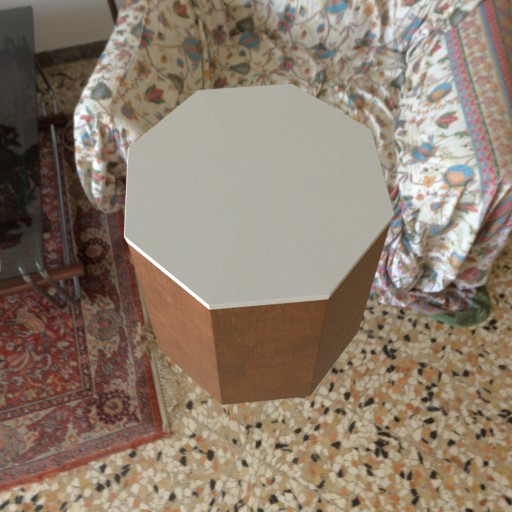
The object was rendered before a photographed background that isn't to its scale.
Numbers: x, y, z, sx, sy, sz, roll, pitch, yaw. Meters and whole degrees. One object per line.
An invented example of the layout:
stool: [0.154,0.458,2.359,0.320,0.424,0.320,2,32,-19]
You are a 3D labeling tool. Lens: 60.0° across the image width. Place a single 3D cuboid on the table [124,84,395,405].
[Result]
table: [0.000,0.000,0.795,0.439,0.457,0.439,35,69,16]
